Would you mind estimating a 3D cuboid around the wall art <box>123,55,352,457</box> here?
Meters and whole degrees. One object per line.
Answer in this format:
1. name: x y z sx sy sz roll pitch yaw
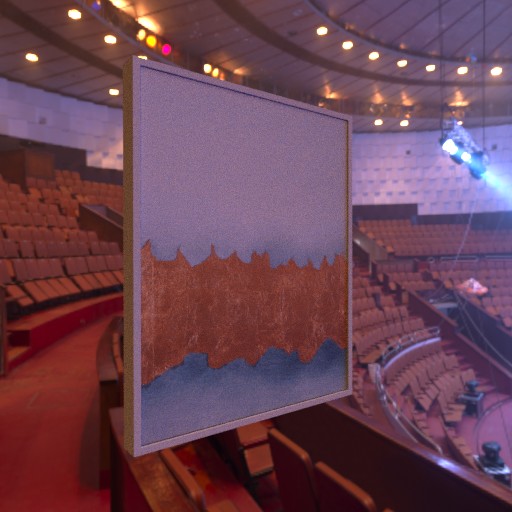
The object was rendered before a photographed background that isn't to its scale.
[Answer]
1. wall art: 0.000 0.000 0.760 0.451 0.553 0.039 0 1 -37
